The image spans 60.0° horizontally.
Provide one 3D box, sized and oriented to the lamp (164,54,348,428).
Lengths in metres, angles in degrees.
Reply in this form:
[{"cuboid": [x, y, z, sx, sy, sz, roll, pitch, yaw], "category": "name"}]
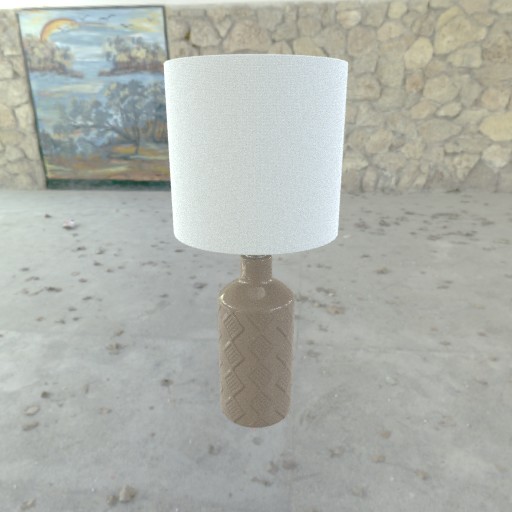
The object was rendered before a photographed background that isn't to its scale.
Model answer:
[{"cuboid": [0.000, 0.000, 0.579, 0.207, 0.461, 0.207, 2, 19, 7], "category": "lamp"}]
